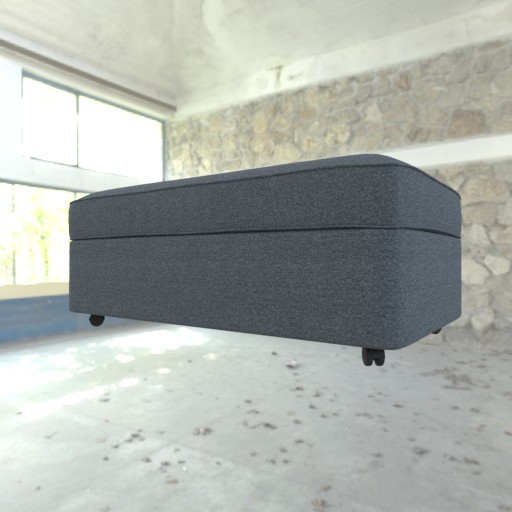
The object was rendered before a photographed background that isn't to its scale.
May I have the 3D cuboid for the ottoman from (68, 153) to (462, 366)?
[{"bbox_3d":[0.000,0.000,1.491,1.173,0.494,0.681,0,0,35],"label":"ottoman"}]
